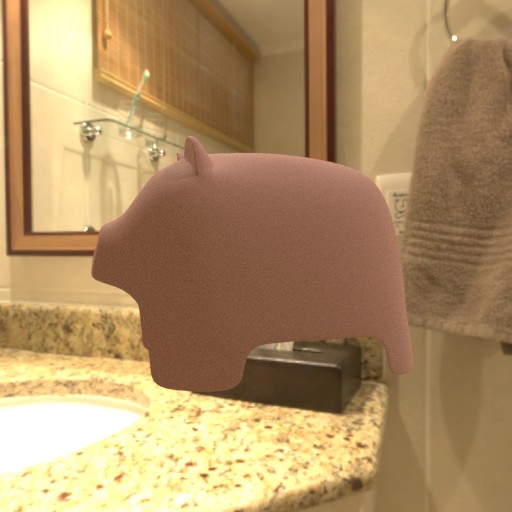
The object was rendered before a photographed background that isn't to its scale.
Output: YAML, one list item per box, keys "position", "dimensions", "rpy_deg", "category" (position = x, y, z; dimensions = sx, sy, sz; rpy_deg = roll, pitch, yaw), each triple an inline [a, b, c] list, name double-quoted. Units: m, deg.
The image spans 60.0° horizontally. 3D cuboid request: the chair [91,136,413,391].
- position: [0.000, 0.000, 0.889]
  dimensions: [0.619, 0.423, 0.364]
  rpy_deg: [0, 2, -17]
  category: "chair"
